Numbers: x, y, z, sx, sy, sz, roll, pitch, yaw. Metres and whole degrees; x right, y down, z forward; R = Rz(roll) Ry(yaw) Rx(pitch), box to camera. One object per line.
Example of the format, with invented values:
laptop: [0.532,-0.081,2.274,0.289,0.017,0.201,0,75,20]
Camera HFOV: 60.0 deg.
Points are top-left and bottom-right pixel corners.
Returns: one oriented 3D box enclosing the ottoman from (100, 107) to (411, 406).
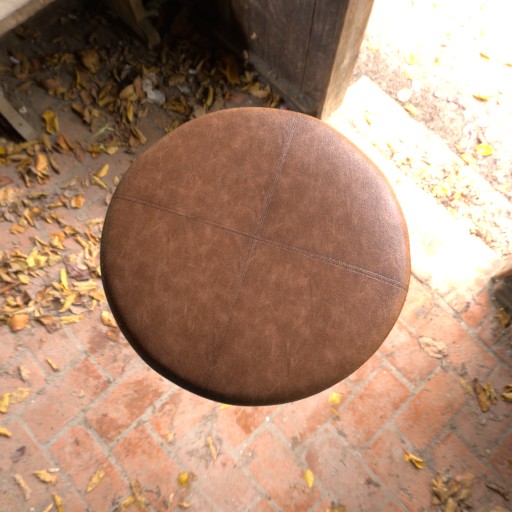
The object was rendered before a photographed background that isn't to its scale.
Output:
ottoman: [0.000,0.000,1.573,1.006,0.445,1.006,0,75,0]
